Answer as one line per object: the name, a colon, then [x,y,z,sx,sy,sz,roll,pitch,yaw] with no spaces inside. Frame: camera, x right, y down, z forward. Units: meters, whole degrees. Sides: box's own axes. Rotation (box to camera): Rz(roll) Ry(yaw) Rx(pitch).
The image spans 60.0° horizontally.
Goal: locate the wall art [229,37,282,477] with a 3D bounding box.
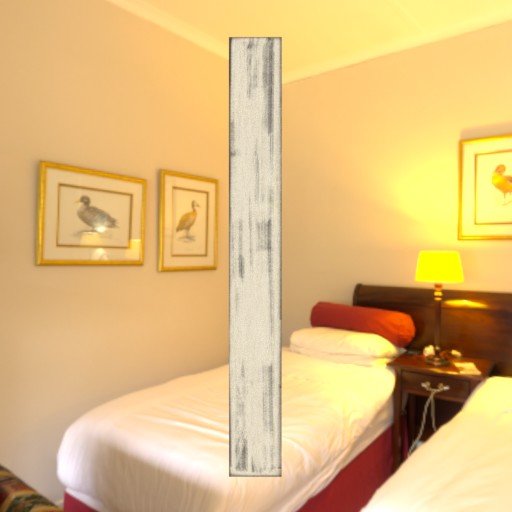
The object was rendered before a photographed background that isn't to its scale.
wall art: [0.000,0.000,0.457,0.036,0.303,0.303,0,0,0]
